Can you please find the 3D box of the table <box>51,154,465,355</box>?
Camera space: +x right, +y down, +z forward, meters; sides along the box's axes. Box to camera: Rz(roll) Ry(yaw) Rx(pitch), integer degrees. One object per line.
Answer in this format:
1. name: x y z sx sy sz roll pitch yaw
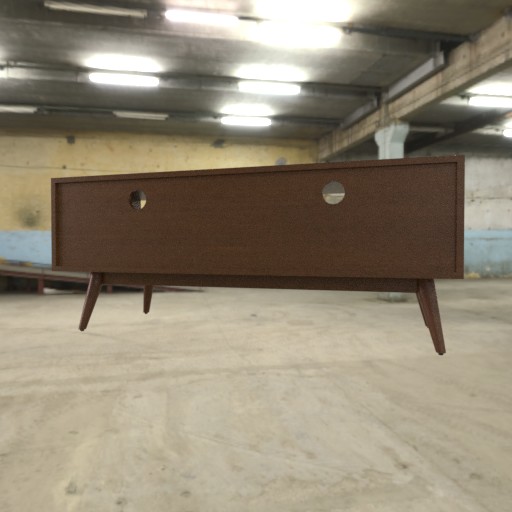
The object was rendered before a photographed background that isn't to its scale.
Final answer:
1. table: 0.000 0.000 1.384 1.119 0.464 0.490 0 1 17
